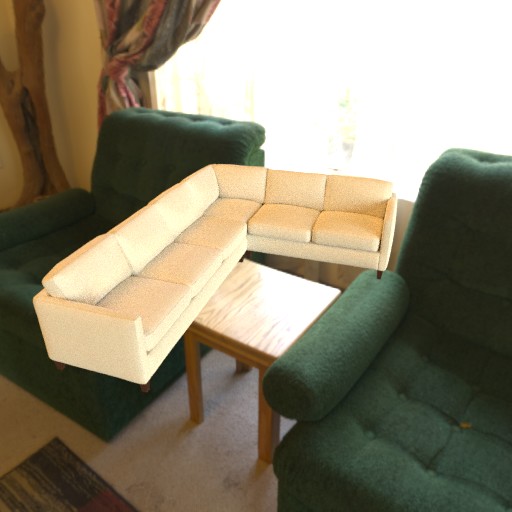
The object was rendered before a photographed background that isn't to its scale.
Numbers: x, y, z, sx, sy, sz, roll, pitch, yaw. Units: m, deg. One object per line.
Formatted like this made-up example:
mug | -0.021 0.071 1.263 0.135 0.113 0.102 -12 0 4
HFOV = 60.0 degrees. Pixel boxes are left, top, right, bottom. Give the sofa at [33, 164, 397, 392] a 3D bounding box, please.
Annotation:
sofa | 0.000 0.000 4.480 2.593 0.947 3.302 9 29 16
